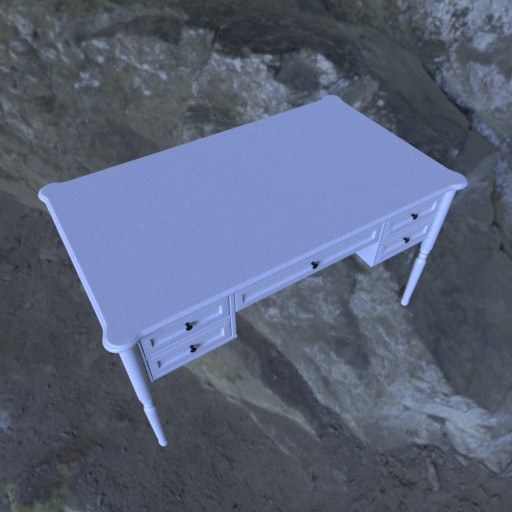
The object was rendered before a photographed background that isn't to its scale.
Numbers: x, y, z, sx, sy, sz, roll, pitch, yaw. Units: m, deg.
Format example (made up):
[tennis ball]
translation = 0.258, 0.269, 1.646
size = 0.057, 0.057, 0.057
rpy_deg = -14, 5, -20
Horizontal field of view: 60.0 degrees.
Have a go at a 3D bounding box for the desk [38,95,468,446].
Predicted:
[desk]
translation = 0.000, 0.000, 1.879
size = 1.380, 0.762, 0.807
rpy_deg = -24, 51, -21
